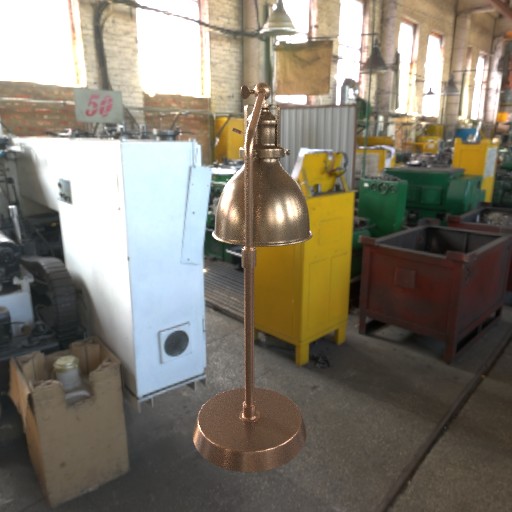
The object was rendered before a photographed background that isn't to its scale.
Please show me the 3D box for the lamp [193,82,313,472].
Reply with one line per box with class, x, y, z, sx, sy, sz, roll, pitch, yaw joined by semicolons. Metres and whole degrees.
lamp;0.000;0.000;0.604;0.153;0.456;0.286;2;16;7
